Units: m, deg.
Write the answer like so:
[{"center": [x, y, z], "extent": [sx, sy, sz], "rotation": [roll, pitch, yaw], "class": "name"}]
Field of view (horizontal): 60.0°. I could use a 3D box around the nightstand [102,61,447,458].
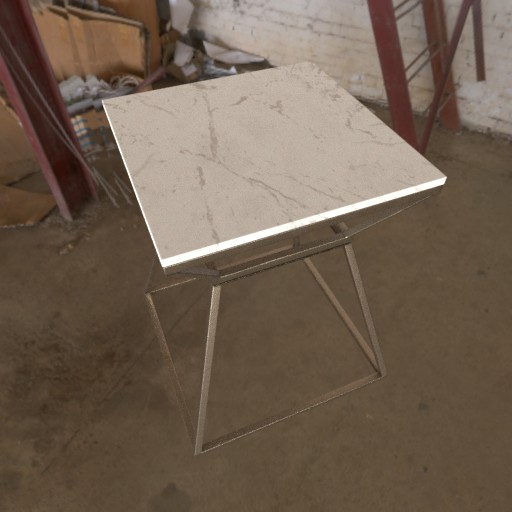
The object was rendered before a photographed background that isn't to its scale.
[{"center": [0.000, 0.000, 0.889], "extent": [0.455, 0.554, 0.455], "rotation": [-17, 49, -15], "class": "nightstand"}]
